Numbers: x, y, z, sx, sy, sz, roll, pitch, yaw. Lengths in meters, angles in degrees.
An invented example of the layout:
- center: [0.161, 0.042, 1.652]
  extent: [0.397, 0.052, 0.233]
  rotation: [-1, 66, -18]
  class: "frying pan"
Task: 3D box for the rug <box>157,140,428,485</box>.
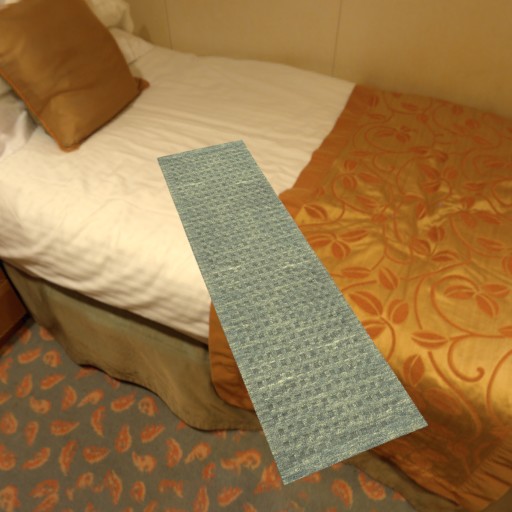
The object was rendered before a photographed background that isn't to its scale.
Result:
- center: [0.000, 0.000, 2.642]
  extent: [0.688, 0.008, 2.443]
  rotation: [-15, 49, -14]
  class: "rug"
